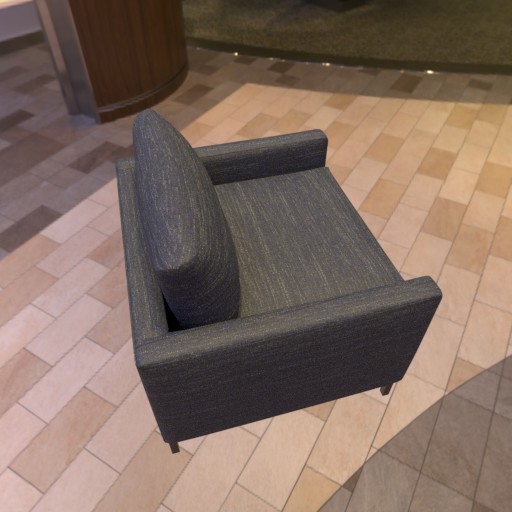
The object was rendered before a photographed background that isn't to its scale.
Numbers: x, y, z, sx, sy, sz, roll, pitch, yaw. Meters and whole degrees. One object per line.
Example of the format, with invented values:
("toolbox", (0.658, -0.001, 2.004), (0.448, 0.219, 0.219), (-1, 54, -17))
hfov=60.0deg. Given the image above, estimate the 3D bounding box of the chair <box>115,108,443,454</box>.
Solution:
("chair", (0.000, 0.000, 1.595), (0.866, 0.861, 0.963), (-11, 47, -11))
